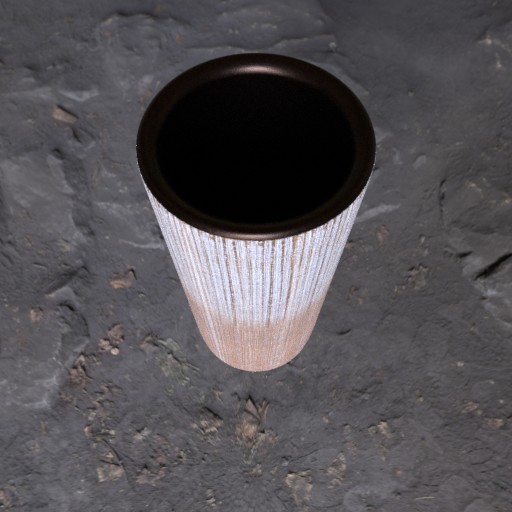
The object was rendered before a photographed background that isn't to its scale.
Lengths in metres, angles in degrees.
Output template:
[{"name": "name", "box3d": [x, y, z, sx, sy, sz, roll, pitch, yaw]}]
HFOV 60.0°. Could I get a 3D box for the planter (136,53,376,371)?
[{"name": "planter", "box3d": [0.000, 0.000, 0.284, 0.100, 0.227, 0.100, -28, 67, -13]}]
